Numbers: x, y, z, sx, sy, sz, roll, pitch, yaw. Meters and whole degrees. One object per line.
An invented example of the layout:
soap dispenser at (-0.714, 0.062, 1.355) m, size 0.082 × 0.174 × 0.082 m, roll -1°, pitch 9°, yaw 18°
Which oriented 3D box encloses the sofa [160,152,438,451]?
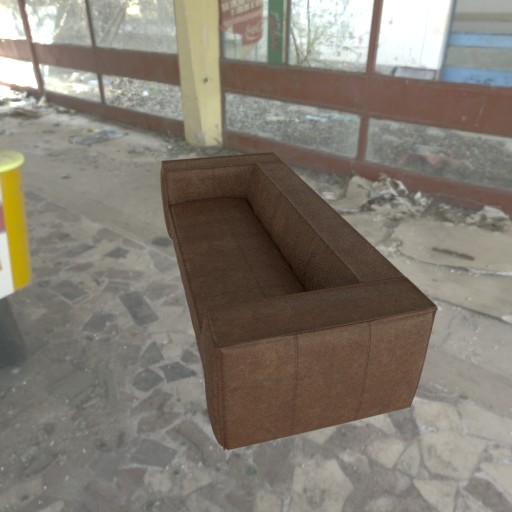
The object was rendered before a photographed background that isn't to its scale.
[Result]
sofa at (0.000, 0.000, 3.114) m, size 1.102 × 0.701 × 2.581 m, roll -8°, pitch 30°, yaw -13°
